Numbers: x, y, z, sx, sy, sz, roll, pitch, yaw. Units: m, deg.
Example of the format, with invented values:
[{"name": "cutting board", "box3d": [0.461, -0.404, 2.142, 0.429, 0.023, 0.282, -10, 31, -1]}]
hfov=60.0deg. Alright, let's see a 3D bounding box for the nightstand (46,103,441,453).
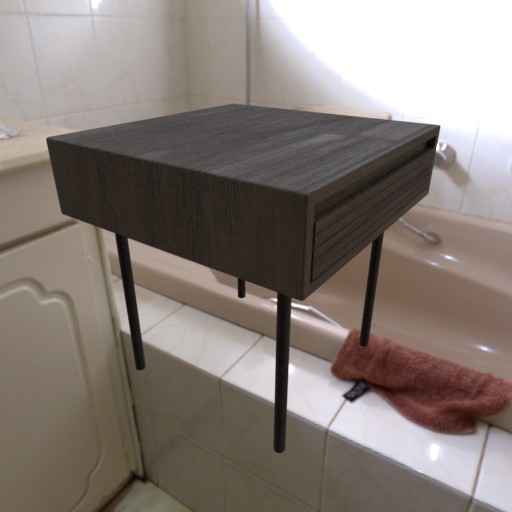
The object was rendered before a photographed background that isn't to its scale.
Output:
[{"name": "nightstand", "box3d": [0.000, 0.000, 0.897, 0.503, 0.497, 0.502, 18, 32, 32]}]
